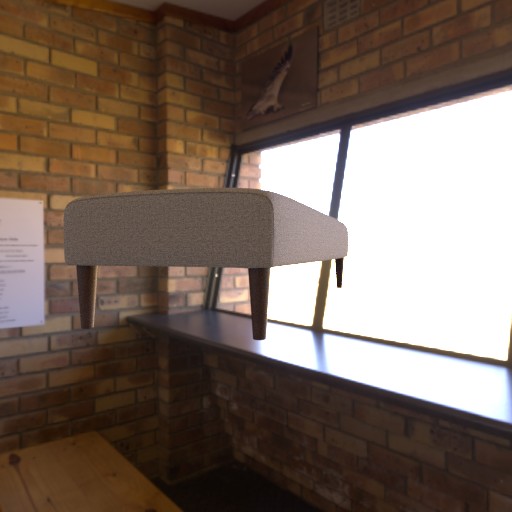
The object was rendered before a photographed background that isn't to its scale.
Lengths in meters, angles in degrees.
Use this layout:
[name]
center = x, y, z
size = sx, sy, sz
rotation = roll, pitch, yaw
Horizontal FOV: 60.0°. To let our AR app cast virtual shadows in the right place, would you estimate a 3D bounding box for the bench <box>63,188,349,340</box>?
[bench]
center = 0.000, 0.000, 1.874
size = 0.631, 0.383, 1.598
rotation = 0, 1, 18
